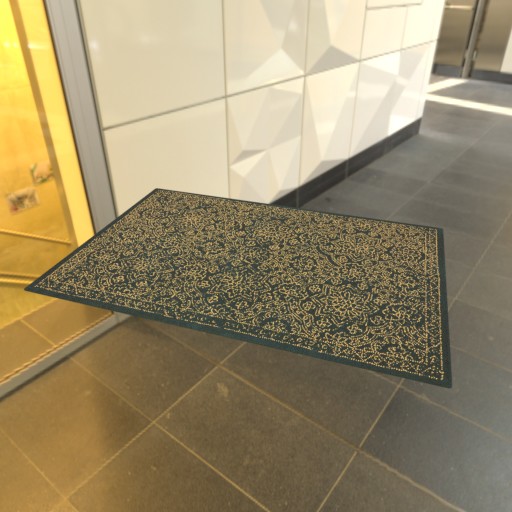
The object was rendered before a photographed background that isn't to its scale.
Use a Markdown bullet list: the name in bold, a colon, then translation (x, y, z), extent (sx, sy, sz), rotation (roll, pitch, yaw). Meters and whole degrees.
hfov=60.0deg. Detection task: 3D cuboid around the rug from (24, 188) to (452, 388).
- **rug**: translation (0.000, 0.000, 2.261), extent (1.829, 0.010, 1.219), rotation (10, 33, 15)
